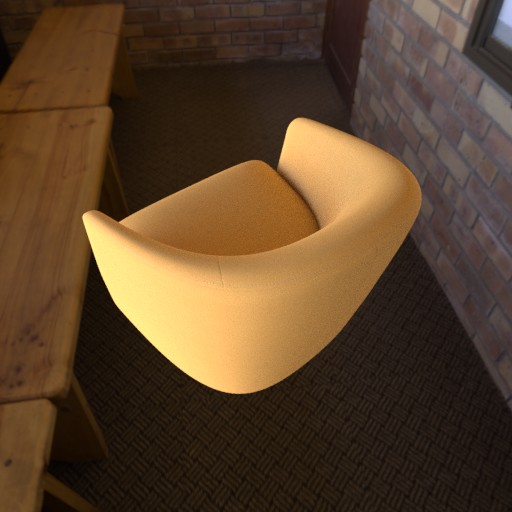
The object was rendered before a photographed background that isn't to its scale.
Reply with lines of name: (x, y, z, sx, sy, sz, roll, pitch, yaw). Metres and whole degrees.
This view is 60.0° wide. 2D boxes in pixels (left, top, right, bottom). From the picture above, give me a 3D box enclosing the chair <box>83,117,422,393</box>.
chair: (0.000, 0.000, 1.331, 0.773, 0.698, 0.767, -31, 53, -27)
